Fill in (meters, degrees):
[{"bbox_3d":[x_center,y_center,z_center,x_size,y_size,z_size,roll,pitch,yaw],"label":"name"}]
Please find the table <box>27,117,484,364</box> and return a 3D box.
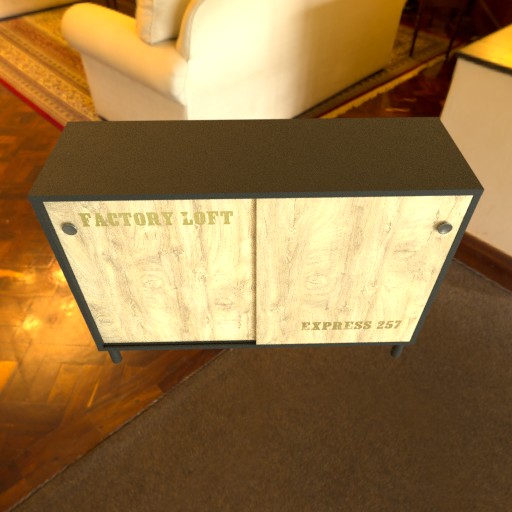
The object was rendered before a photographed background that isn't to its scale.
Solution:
[{"bbox_3d":[0.000,0.000,1.598,1.200,0.855,0.400,-1,45,-1],"label":"table"}]
